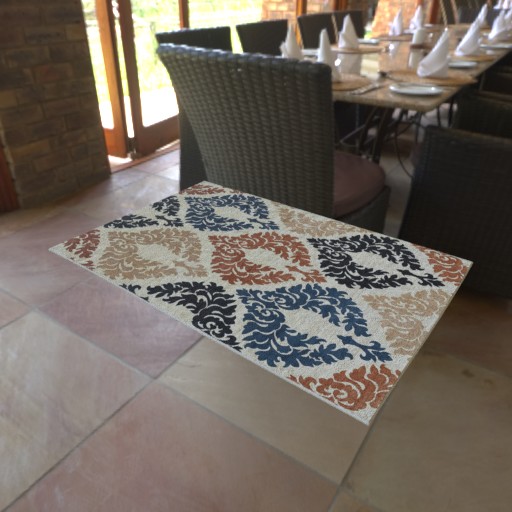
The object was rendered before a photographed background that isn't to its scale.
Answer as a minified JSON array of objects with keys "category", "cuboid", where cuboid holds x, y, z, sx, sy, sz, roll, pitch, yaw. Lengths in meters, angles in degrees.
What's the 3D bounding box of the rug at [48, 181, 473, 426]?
[{"category":"rug","cuboid":[0.000,0.000,2.834,2.275,0.014,1.514,21,37,31]}]
